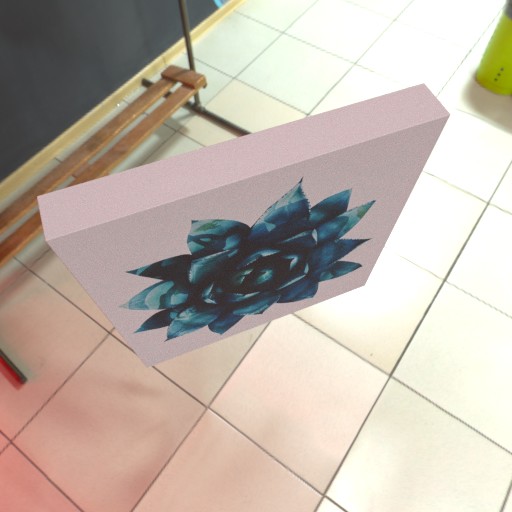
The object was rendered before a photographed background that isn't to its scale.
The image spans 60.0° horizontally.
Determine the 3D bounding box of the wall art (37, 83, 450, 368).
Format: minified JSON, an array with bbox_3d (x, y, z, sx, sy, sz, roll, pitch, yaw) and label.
[{"bbox_3d":[0.000,0.000,0.452,0.305,0.305,0.038,-19,63,-10],"label":"wall art"}]
